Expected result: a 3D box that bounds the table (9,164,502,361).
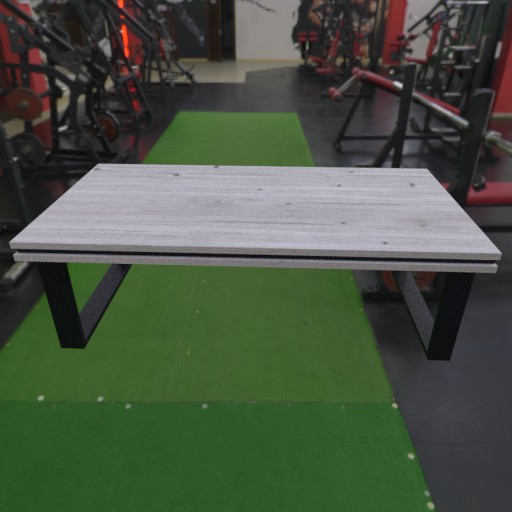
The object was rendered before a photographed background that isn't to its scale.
[{"bbox_3d":[0.000,0.000,1.627,1.350,0.450,0.700,1,30,2],"label":"table"}]
